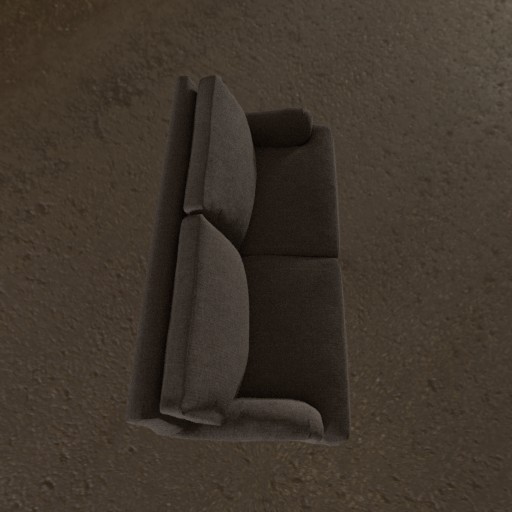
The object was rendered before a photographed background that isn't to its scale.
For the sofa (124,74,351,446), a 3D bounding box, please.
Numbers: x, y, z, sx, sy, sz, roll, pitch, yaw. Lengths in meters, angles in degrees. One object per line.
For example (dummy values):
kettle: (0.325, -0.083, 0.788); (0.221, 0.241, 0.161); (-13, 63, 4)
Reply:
sofa: (0.000, 0.000, 2.770); (1.087, 1.054, 2.160); (2, 64, 1)
